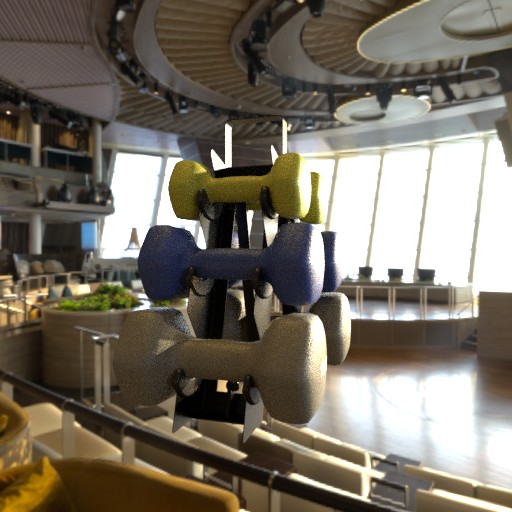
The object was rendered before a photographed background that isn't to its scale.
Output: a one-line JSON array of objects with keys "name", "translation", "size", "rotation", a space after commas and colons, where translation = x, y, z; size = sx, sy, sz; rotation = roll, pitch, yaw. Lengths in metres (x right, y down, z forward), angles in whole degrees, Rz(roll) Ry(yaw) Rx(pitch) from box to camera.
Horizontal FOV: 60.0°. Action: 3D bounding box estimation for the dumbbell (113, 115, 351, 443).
[{"name": "dumbbell", "translation": [0.000, 0.000, 0.696], "size": [0.261, 0.426, 0.416], "rotation": [0, 1, 18]}]
